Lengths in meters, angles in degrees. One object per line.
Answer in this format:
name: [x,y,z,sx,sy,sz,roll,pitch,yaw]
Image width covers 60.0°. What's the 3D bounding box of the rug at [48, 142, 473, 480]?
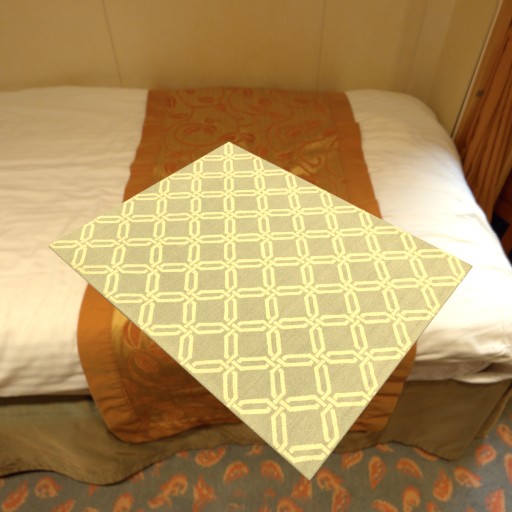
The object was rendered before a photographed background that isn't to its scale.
rug: [0.000,0.000,3.838,2.895,0.018,2.288,33,54,28]
